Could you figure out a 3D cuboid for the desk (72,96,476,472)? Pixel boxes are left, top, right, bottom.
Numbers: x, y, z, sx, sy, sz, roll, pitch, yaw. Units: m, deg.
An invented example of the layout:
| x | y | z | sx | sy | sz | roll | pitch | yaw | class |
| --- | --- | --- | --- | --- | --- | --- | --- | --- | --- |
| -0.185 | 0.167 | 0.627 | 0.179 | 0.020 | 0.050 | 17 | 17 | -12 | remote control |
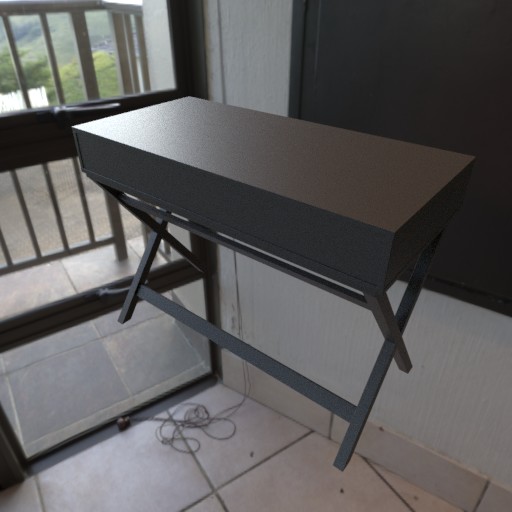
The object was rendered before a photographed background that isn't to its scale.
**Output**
| x | y | z | sx | sy | sz | roll | pitch | yaw | class |
| --- | --- | --- | --- | --- | --- | --- | --- | --- | --- |
| 0.000 | 0.000 | 1.470 | 1.057 | 0.780 | 0.504 | 23 | 39 | 32 | desk |
